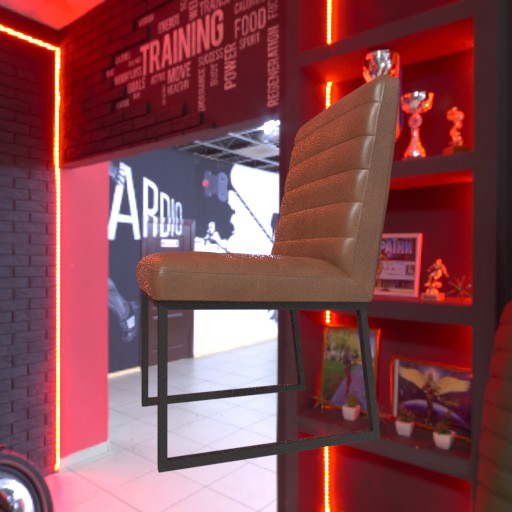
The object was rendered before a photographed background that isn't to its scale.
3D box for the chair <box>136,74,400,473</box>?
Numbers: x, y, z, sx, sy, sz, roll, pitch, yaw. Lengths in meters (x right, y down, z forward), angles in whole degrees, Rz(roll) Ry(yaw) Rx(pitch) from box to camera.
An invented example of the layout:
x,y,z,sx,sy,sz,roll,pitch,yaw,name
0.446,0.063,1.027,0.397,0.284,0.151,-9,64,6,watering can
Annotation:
x,y,z,sx,sy,sz,roll,pitch,yaw,name
0.000,0.000,1.263,0.634,0.930,0.520,0,0,-19,chair
